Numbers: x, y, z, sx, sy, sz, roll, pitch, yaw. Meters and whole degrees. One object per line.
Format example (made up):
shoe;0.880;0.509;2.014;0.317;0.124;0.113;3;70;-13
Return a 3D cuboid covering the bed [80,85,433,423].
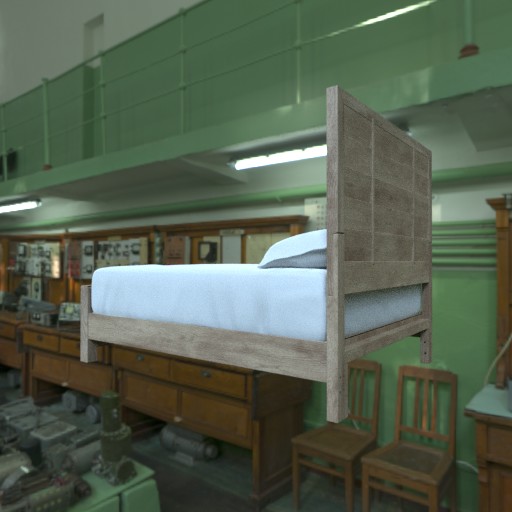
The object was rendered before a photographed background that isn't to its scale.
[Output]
bed;0.000;0.000;3.433;2.197;1.626;1.626;0;-1;37
